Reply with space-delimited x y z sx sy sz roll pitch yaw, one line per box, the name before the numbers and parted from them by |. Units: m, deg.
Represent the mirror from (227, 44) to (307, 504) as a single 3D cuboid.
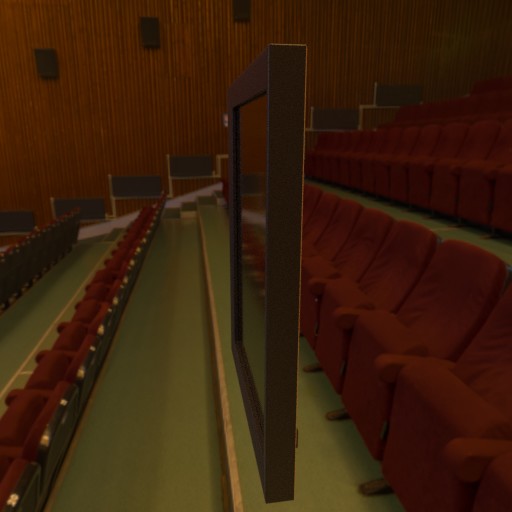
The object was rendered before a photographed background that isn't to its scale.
mirror | 0.000 0.000 0.663 0.041 0.508 0.405 -2 15 -9
